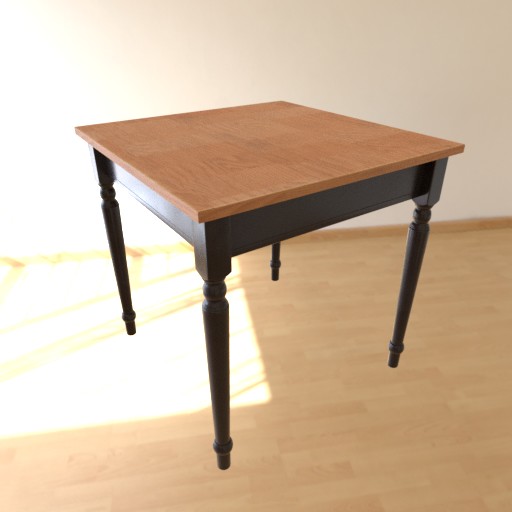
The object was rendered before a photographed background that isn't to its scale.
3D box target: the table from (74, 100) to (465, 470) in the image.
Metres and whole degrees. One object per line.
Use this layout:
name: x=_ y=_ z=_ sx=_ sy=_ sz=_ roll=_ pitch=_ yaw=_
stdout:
table: x=0.000 y=0.000 z=1.360 sx=0.747 sy=0.738 sz=0.747 roll=-18 pitch=34 yaw=-30
